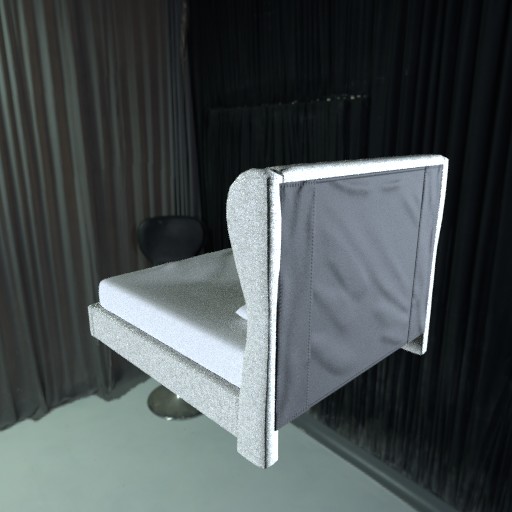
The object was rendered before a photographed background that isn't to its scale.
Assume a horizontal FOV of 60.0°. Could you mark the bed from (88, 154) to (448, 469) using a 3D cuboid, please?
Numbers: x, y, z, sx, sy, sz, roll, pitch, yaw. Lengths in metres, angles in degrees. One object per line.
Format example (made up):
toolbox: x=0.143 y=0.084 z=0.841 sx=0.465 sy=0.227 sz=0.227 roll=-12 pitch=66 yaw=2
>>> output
bed: x=0.000 y=0.000 z=3.932 sx=2.219 sy=1.771 sz=2.347 roll=-15 pitch=22 yaw=-42
